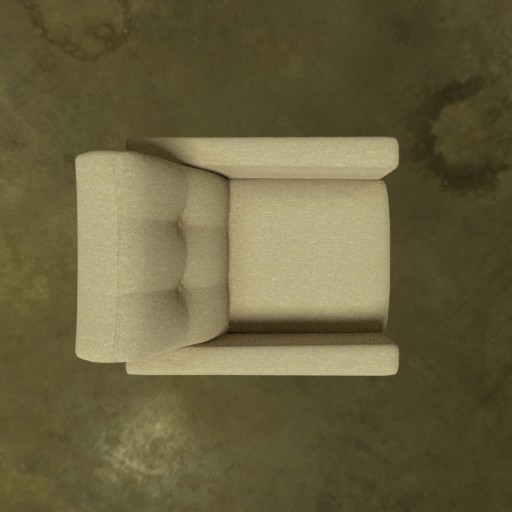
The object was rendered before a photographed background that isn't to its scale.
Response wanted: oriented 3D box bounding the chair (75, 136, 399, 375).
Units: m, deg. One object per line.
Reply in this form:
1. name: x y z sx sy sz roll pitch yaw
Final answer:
1. chair: 0.000 0.000 1.807 1.128 0.965 0.897 0 90 -1
